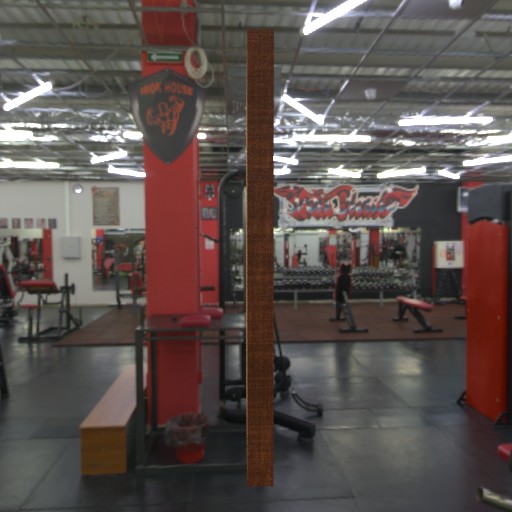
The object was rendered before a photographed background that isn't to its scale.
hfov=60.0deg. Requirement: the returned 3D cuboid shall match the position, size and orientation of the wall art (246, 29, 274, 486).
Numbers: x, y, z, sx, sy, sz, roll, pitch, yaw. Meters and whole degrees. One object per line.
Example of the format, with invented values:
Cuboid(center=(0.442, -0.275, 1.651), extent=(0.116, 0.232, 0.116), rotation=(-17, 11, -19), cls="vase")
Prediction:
Cuboid(center=(0.000, 0.000, 0.783), extent=(0.033, 0.567, 0.467), rotation=(0, 2, -1), cls="wall art")
